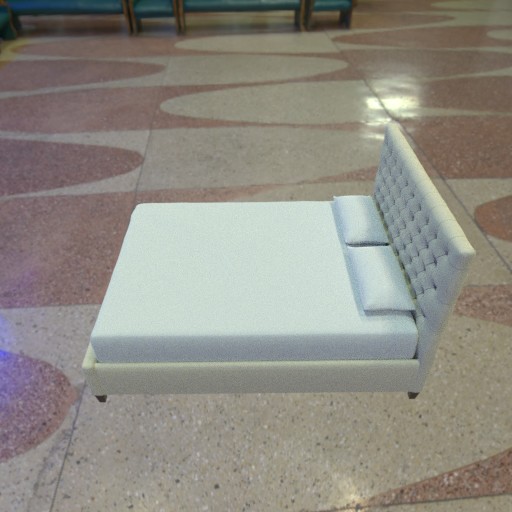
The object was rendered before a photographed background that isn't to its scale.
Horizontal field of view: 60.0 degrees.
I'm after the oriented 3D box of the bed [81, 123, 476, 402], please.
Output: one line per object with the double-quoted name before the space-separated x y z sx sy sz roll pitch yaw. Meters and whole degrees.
"bed" 0.000 0.000 3.440 2.387 1.427 1.698 -1 40 -1
